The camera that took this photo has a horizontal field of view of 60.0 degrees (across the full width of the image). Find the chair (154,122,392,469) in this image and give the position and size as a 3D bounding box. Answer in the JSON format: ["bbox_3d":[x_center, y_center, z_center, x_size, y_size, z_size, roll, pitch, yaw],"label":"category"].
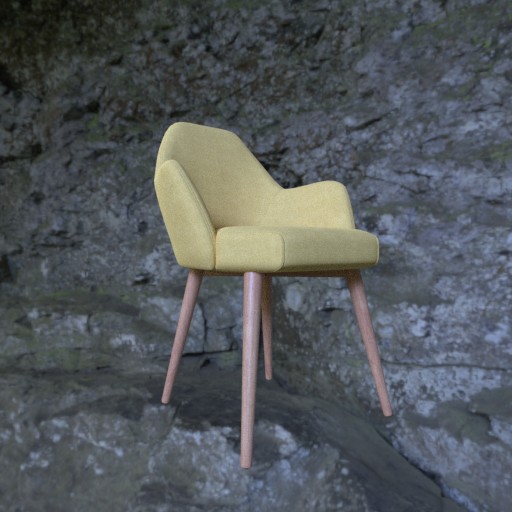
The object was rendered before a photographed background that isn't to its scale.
[{"bbox_3d":[0.000,0.000,1.234,0.590,0.840,0.610,-1,1,-37],"label":"chair"}]
